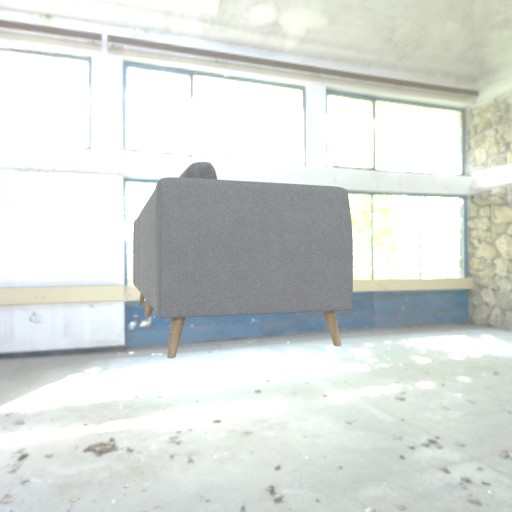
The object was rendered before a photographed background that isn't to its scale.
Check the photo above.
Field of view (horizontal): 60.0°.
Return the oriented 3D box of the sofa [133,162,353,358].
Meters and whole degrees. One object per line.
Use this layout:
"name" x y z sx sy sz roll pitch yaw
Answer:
"sofa" 0.000 0.000 3.108 1.580 0.860 2.300 0 0 -18
